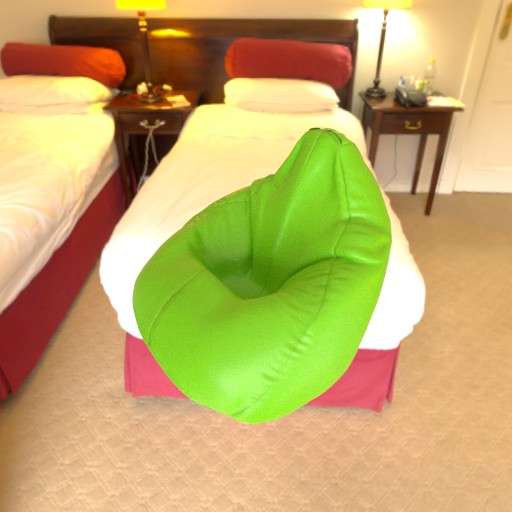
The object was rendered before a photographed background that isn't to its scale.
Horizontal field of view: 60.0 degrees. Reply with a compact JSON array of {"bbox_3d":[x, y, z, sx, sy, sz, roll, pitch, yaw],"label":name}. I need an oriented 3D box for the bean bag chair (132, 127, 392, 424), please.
[{"bbox_3d":[0.000,0.000,1.934,1.070,0.990,1.070,-21,38,-29],"label":"bean bag chair"}]
